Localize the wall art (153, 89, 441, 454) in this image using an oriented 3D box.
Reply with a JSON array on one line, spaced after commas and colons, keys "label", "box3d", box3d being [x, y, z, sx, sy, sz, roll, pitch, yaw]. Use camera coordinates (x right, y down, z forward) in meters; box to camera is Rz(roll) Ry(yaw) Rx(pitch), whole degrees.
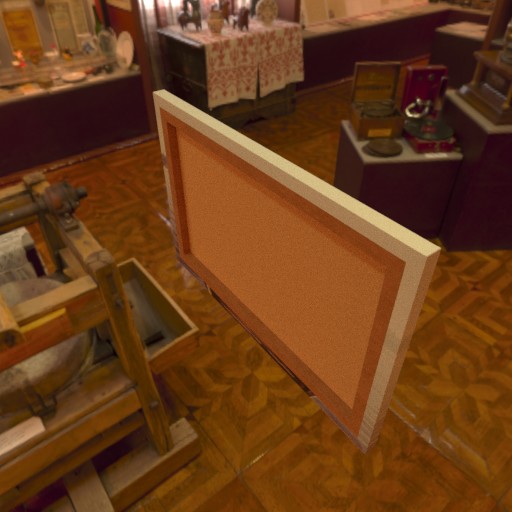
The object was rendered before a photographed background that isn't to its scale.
[{"label": "wall art", "box3d": [0.000, 0.000, 1.157, 0.037, 0.609, 0.916, -25, 45, -28]}]
